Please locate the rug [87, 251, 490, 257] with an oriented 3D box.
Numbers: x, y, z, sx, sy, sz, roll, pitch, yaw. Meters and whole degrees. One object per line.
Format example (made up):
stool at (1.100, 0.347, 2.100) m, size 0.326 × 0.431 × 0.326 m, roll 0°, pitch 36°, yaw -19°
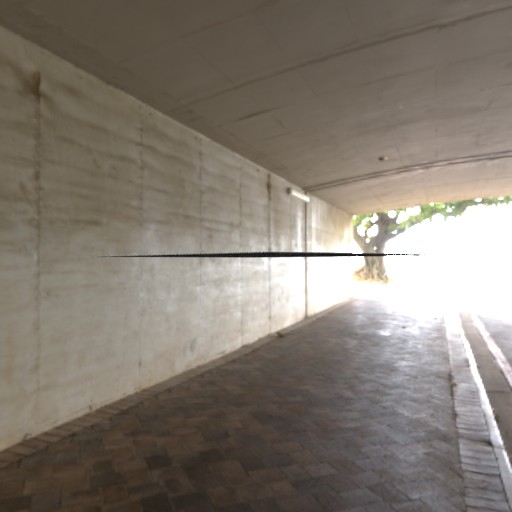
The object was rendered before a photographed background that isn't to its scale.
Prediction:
rug at (0.000, 0.000, 2.265) m, size 1.206 × 0.003 × 1.835 m, roll 0°, pitch -1°, yaw -35°
